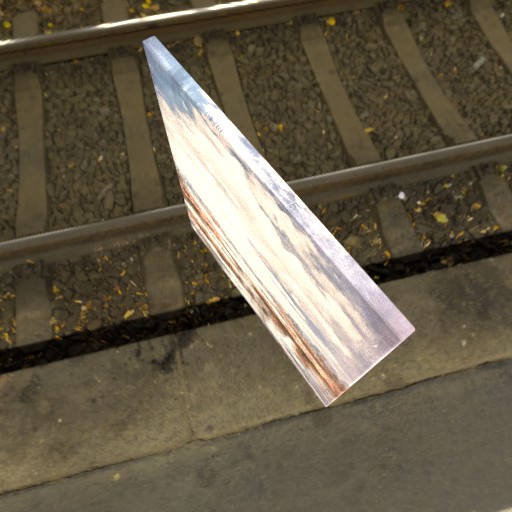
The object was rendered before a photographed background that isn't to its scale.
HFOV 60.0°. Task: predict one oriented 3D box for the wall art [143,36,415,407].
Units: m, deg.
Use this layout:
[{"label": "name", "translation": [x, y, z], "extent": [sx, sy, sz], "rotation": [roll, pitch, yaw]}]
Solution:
[{"label": "wall art", "translation": [0.000, 0.000, 1.305], "extent": [0.035, 0.897, 0.888], "rotation": [-33, 69, -14]}]
